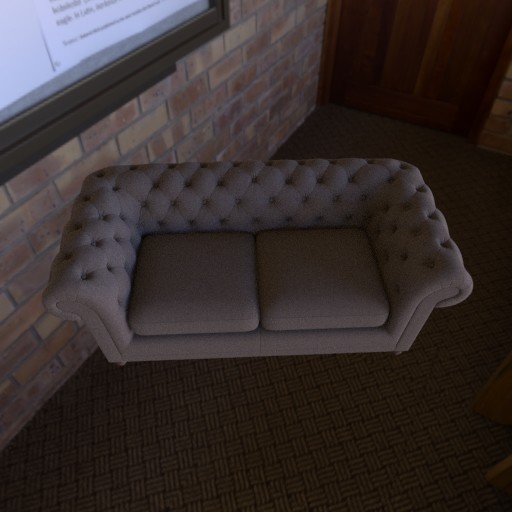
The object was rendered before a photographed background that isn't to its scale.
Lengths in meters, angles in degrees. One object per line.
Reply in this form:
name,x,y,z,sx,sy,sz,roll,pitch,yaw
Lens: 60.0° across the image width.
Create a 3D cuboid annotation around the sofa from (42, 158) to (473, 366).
sofa,0.000,0.000,2.529,1.998,0.764,0.986,-2,47,-2
